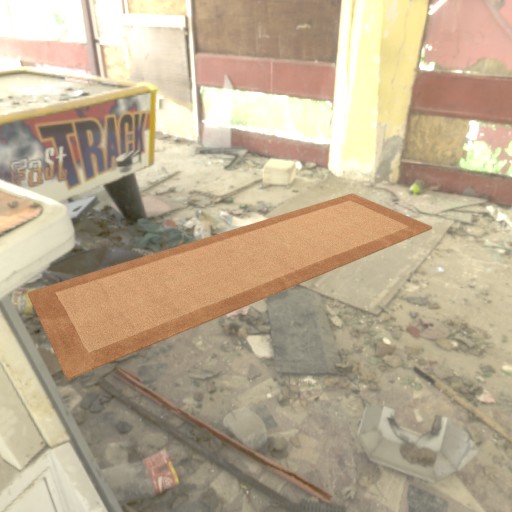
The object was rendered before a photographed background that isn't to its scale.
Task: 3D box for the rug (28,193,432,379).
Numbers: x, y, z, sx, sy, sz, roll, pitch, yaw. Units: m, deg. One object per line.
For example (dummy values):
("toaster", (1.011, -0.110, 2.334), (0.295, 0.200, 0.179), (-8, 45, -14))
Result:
("rug", (0.000, 0.000, 2.696), (2.439, 0.017, 0.764), (-19, 35, -30))
